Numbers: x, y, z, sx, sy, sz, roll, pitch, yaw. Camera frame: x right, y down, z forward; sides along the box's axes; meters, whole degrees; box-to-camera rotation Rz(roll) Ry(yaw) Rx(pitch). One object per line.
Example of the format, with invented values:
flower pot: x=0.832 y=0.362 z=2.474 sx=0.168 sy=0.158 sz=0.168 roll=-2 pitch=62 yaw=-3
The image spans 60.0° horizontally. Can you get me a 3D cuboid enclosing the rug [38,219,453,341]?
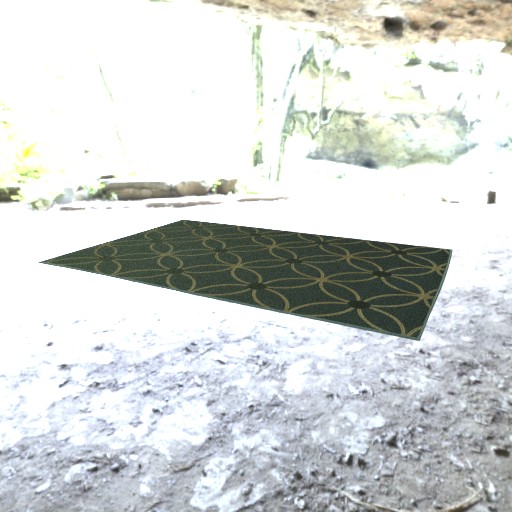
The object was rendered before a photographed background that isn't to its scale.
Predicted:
rug: x=0.000 y=0.000 z=2.902 sx=2.284 sy=0.008 sz=1.522 roll=8 pitch=18 yaw=26
